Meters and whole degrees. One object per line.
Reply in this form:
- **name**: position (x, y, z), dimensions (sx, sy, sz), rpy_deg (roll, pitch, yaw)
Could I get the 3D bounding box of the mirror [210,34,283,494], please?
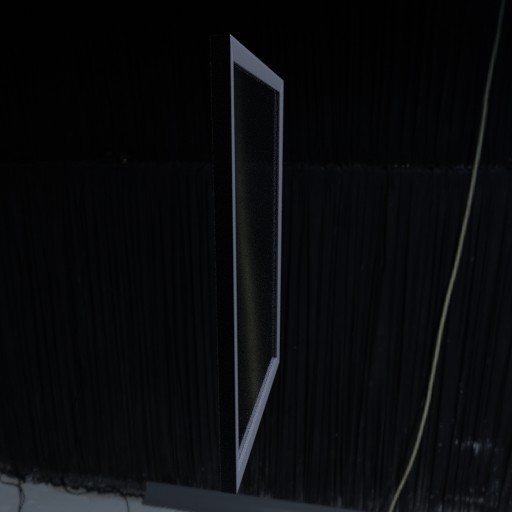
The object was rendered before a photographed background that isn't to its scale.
- **mirror**: position (0.000, 0.000, 1.140), dimensions (0.040, 0.915, 0.609), rpy_deg (3, 15, 11)
